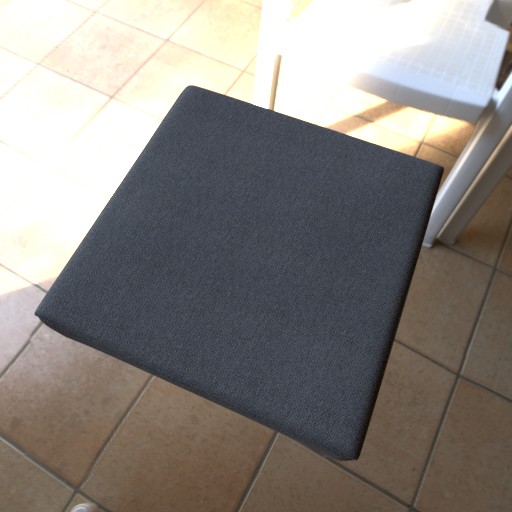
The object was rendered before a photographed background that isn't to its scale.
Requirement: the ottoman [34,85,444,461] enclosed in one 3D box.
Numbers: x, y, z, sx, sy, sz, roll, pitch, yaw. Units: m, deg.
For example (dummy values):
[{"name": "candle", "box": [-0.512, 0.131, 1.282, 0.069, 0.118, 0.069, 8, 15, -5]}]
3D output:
[{"name": "ottoman", "box": [0.000, 0.000, 1.497, 0.970, 0.378, 0.981, 21, 66, 10]}]
